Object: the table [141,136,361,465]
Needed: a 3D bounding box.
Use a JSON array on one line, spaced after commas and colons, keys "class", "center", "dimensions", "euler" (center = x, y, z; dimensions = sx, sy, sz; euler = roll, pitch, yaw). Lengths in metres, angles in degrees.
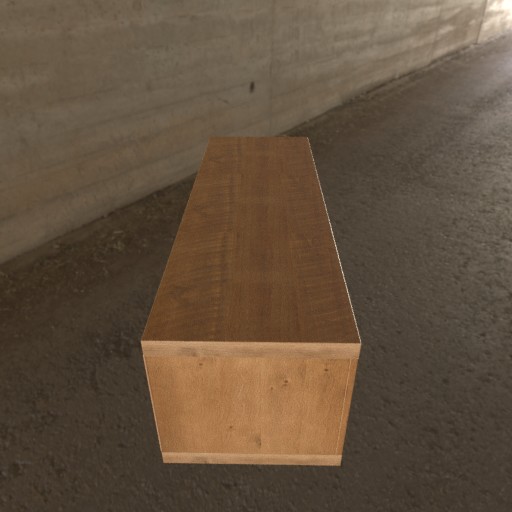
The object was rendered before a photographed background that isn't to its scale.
[{"class": "table", "center": [0.000, 0.000, 1.760], "dimensions": [0.499, 0.491, 1.499], "euler": [1, 32, 1]}]
